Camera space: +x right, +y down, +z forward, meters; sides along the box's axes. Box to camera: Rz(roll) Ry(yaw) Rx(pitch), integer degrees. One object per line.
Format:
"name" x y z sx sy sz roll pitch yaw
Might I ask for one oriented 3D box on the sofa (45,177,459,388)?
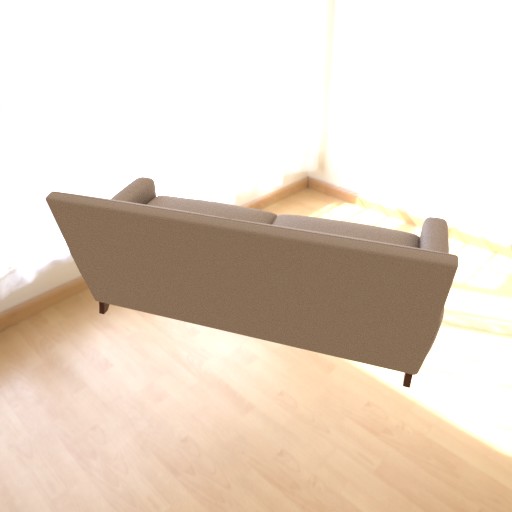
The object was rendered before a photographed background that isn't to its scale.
"sofa" 0.000 0.000 2.489 2.000 0.846 0.875 10 34 16
